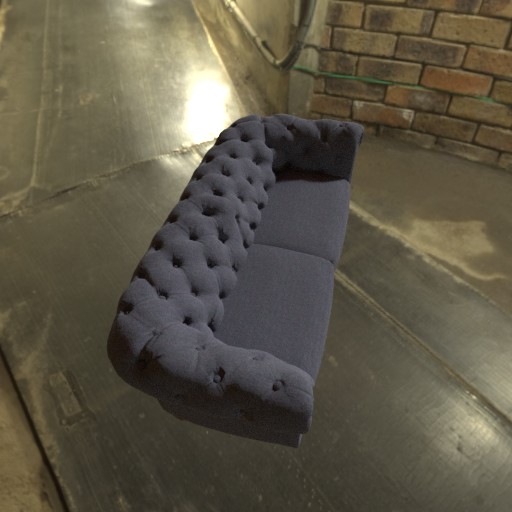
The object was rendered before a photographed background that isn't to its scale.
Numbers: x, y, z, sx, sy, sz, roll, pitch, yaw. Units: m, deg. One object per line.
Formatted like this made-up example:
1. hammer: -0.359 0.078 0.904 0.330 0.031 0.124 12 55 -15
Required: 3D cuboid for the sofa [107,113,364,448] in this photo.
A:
1. sofa: 0.000 0.000 2.813 1.046 0.836 2.335 11 47 10
